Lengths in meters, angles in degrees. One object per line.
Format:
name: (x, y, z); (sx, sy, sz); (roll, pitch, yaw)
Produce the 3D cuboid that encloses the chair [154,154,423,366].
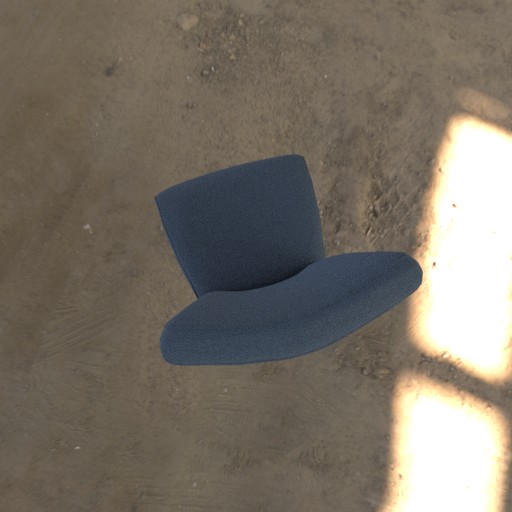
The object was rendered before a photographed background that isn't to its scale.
chair: (0.000, 0.000, 1.351); (0.520, 0.991, 0.660); (-16, 75, -4)
